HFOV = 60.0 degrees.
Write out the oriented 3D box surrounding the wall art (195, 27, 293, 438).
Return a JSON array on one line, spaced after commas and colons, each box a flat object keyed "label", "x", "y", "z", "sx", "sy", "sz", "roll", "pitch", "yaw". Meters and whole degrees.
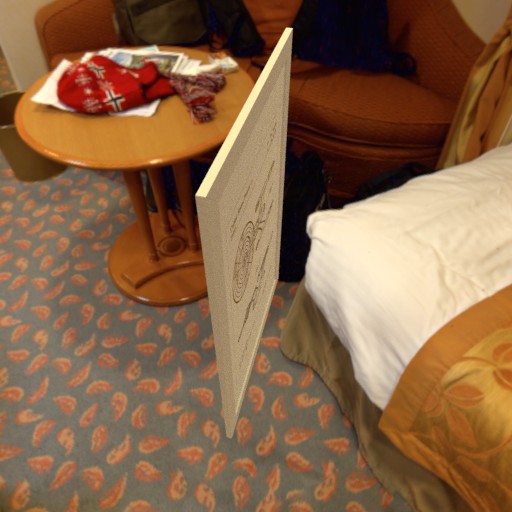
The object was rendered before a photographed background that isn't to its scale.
[{"label": "wall art", "x": 0.000, "y": 0.000, "z": 0.841, "sx": 0.011, "sy": 0.659, "sz": 0.454, "roll": 11, "pitch": 48, "yaw": 10}]
